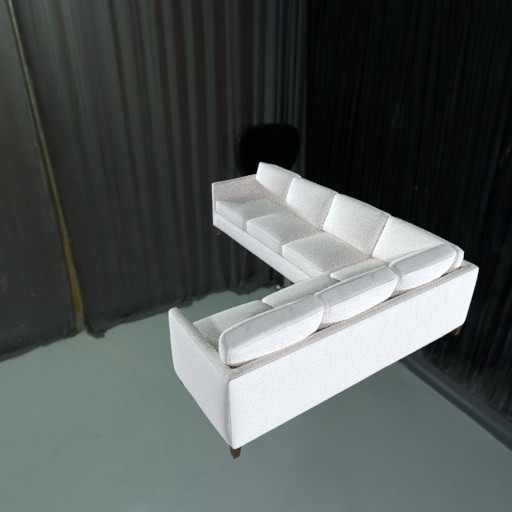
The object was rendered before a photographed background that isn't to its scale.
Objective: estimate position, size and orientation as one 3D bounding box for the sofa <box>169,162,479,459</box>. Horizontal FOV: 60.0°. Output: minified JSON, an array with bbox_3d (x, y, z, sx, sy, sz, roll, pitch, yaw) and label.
[{"bbox_3d":[0.000,0.000,4.569,2.593,0.947,3.302,-17,33,-29],"label":"sofa"}]
